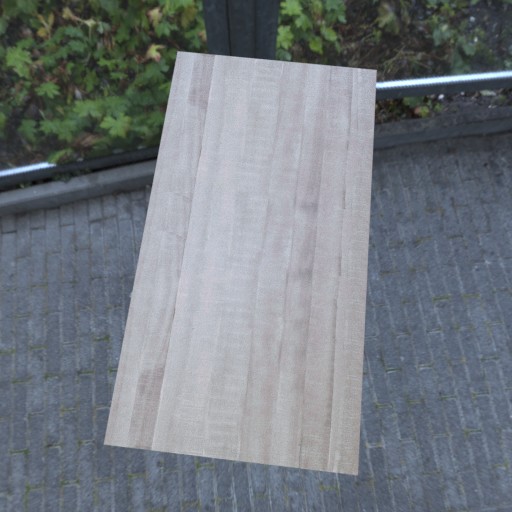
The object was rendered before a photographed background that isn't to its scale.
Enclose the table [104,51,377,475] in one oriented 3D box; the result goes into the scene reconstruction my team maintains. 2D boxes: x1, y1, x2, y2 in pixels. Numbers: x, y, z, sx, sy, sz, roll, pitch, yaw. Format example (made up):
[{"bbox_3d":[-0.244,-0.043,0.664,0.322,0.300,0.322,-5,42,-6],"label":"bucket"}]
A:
[{"bbox_3d":[0.000,0.000,1.321,0.574,0.393,1.062,6,75,2],"label":"table"}]
